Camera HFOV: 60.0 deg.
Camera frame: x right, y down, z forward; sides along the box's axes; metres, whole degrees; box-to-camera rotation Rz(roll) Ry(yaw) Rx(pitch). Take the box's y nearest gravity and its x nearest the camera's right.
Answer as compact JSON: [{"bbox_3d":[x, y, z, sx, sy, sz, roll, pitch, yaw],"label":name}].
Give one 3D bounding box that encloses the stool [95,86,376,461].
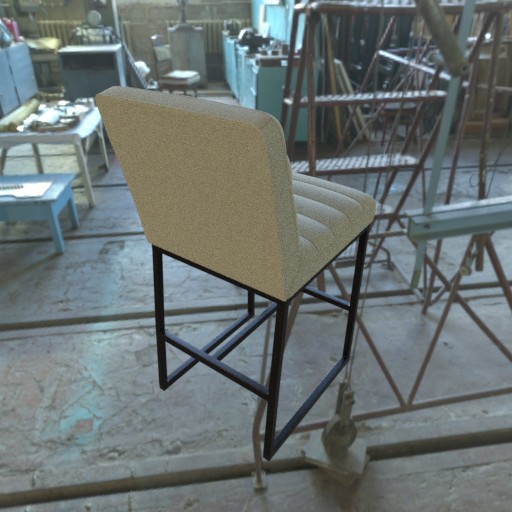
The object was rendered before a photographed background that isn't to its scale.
[{"bbox_3d":[0.000,0.000,1.248,0.460,0.940,0.560,21,37,31],"label":"stool"}]
